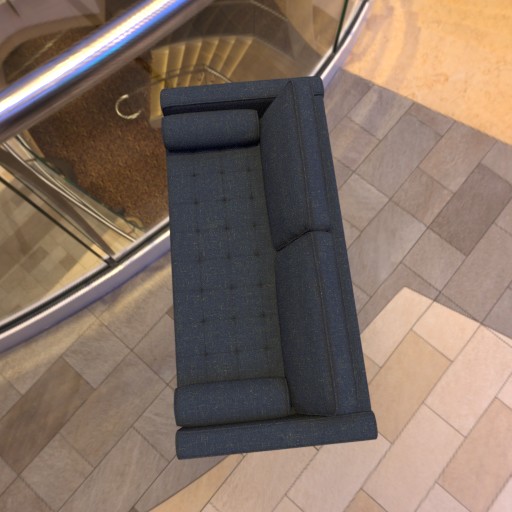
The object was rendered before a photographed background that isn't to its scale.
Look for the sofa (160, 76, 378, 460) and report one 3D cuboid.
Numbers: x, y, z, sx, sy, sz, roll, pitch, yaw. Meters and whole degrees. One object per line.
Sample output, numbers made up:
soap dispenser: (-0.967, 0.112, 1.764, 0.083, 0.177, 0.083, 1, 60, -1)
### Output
sofa: (0.000, 0.000, 2.352, 0.914, 0.762, 1.880, -5, 75, -1)
